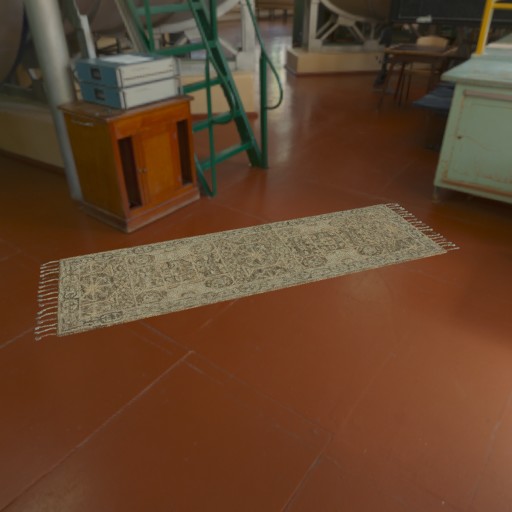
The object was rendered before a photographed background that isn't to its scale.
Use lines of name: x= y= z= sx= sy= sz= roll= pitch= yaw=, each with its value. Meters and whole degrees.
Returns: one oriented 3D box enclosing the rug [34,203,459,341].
rug: x=0.000 y=0.000 z=2.916 sx=2.664 sy=0.011 sz=0.762 roll=-11 pitch=34 yaw=-16
